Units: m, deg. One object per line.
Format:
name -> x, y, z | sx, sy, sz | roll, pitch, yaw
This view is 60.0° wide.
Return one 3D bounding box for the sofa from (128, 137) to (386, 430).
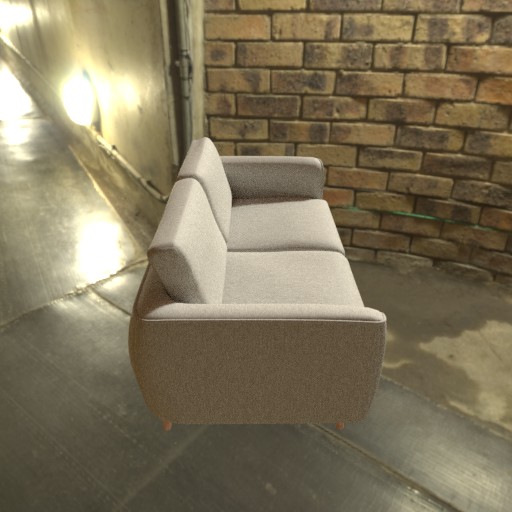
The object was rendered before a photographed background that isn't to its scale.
sofa -> 0.000, 0.000, 2.226 | 0.920, 0.850, 1.700 | 0, 31, 0
